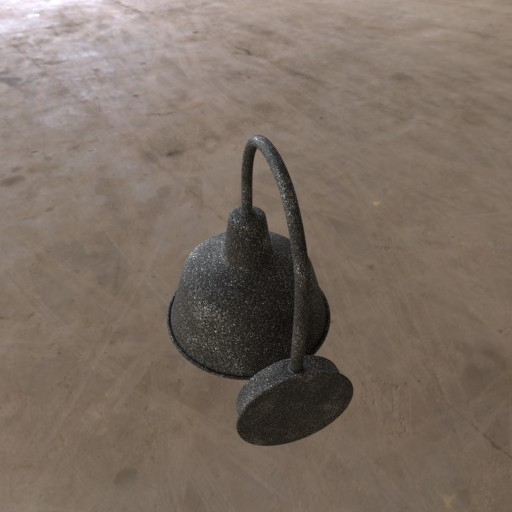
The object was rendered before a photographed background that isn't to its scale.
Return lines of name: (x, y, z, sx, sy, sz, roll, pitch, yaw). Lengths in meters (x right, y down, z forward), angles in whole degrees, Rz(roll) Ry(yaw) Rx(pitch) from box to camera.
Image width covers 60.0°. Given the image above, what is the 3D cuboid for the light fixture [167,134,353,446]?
light fixture: (0.000, 0.000, 0.486, 0.216, 0.300, 0.283, -11, 42, -13)
